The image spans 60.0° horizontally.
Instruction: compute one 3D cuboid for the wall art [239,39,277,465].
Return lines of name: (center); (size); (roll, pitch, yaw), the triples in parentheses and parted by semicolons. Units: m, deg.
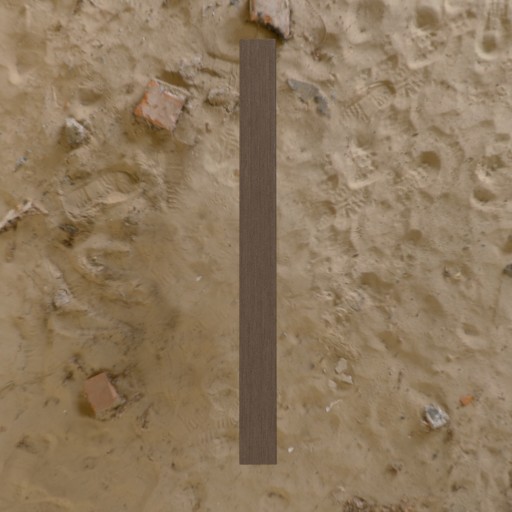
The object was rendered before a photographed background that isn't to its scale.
wall art: (0.000, 0.000, 0.627); (0.032, 0.510, 0.358); (0, 89, 0)
